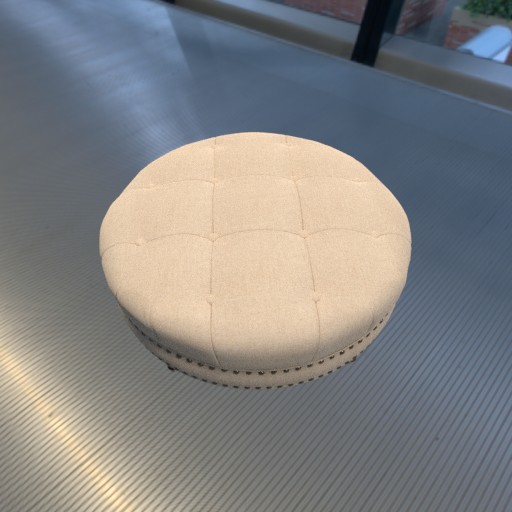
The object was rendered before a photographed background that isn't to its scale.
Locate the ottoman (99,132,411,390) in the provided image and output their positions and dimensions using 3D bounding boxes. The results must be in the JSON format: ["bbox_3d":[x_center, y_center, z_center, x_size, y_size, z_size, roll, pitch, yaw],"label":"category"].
[{"bbox_3d":[0.000,0.000,1.457,0.940,0.483,0.940,0,46,0],"label":"ottoman"}]
